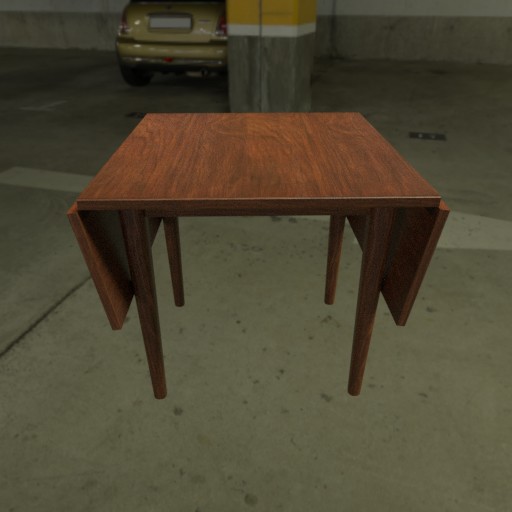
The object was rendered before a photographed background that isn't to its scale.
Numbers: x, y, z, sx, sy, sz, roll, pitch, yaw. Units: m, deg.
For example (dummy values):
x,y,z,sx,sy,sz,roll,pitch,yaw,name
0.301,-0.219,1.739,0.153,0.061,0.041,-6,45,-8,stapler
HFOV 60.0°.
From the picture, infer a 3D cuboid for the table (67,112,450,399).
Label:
x,y,z,sx,sy,sz,roll,pitch,yaw,name
0.000,0.000,1.493,0.843,0.763,0.812,-1,30,-1,table
